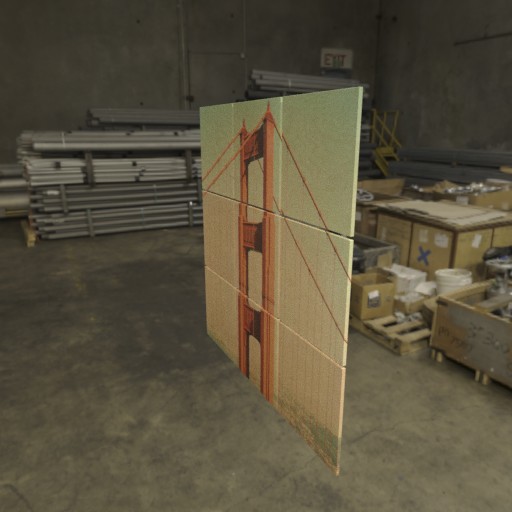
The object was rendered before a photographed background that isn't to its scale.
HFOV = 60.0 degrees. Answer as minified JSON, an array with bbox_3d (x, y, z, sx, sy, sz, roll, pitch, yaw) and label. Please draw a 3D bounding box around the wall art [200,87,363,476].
[{"bbox_3d":[0.000,0.000,1.838,0.013,1.219,1.214,-8,18,-26],"label":"wall art"}]
